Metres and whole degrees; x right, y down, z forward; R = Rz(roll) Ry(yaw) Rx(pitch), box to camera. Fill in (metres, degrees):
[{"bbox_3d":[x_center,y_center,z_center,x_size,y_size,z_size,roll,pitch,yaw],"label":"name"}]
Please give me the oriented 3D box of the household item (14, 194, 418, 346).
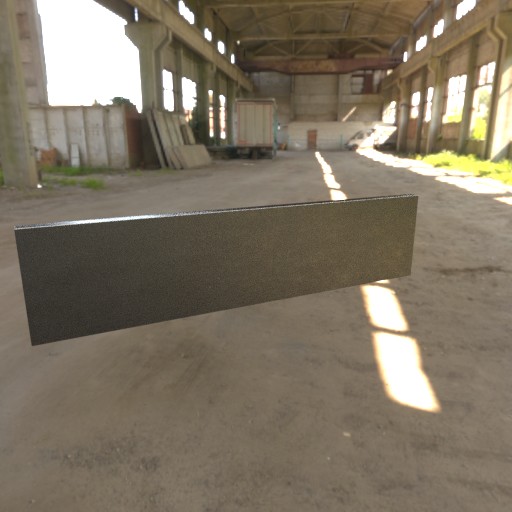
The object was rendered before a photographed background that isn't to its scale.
[{"bbox_3d":[0.000,0.000,1.069,1.001,0.236,0.030,-8,17,-26],"label":"household item"}]
